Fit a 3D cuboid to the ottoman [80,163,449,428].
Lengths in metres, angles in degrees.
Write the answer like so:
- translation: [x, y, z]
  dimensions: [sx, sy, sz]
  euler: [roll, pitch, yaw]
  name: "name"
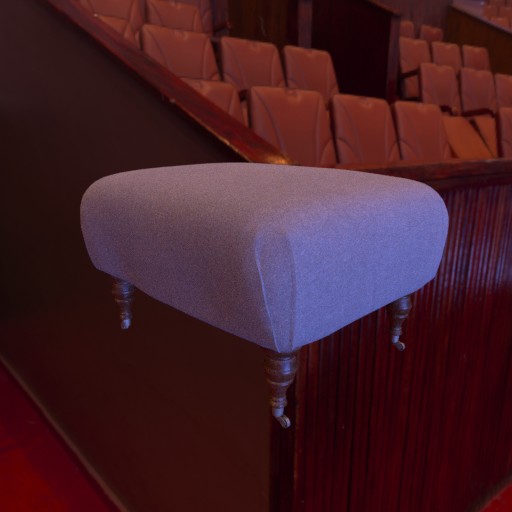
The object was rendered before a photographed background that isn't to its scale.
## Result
- translation: [0.000, 0.000, 1.126]
  dimensions: [0.622, 0.450, 0.747]
  euler: [-15, 21, -43]
  name: "ottoman"
